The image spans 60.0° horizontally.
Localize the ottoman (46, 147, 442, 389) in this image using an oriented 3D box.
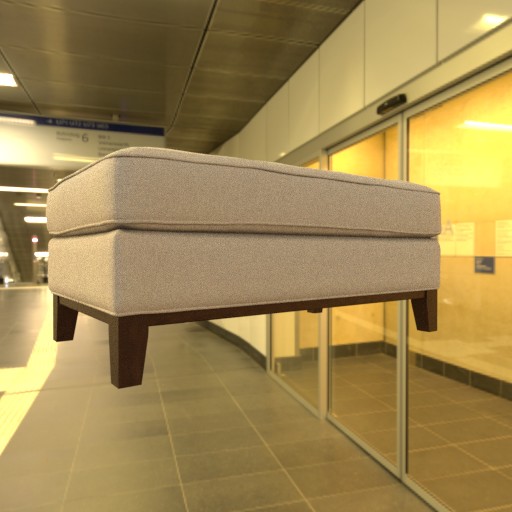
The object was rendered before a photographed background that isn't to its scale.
[{"bbox_3d":[0.000,0.000,1.425,1.143,0.508,0.648,0,1,-36],"label":"ottoman"}]
